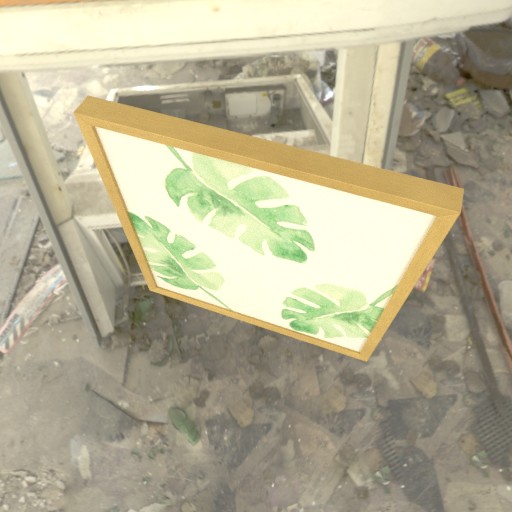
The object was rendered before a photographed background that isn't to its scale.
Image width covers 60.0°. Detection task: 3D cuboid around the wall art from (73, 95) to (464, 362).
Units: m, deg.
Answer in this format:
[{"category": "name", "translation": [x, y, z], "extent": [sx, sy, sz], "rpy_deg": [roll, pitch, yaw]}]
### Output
[{"category": "wall art", "translation": [0.000, 0.000, 0.773], "extent": [0.508, 0.508, 0.038], "rpy_deg": [17, 59, 10]}]
